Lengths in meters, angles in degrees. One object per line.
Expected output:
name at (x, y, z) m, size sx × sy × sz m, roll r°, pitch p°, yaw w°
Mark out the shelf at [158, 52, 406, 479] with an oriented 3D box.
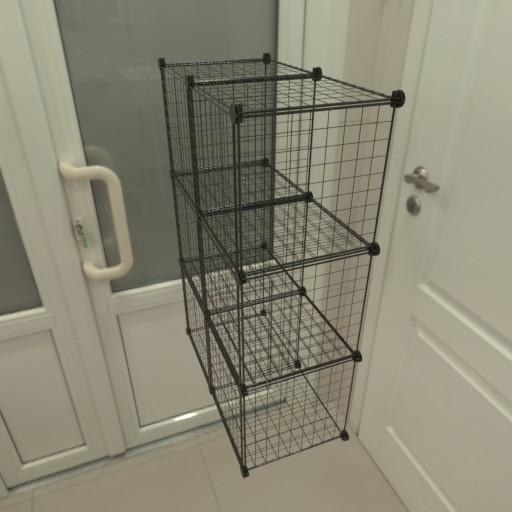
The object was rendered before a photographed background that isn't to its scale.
shelf at (0.000, 0.000, 1.369) m, size 0.356 × 1.067 × 0.711 m, roll -11°, pitch 33°, yaw -18°
